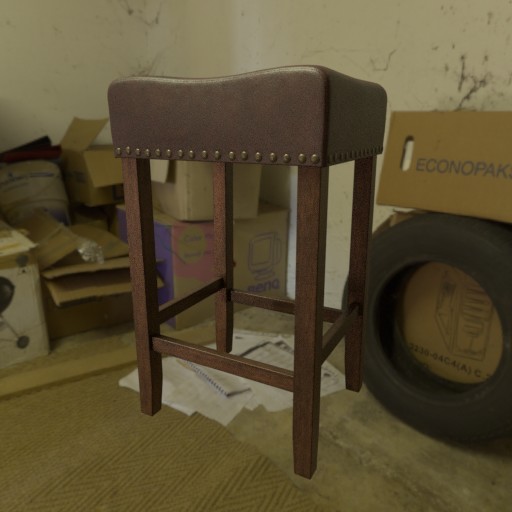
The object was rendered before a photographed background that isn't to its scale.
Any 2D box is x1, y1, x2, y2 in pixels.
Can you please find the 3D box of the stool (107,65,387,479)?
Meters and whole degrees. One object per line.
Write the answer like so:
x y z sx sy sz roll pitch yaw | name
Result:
0.000 0.000 1.034 0.465 0.769 0.401 9 19 27 | stool
